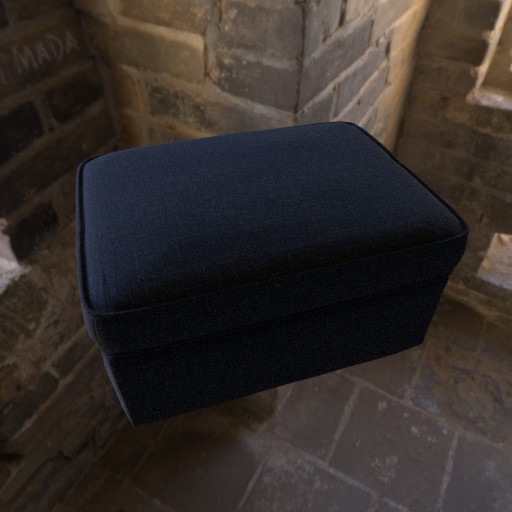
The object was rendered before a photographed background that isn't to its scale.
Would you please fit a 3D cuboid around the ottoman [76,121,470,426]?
[{"bbox_3d":[0.000,0.000,1.074,0.749,0.450,0.549,-12,43,-13],"label":"ottoman"}]
